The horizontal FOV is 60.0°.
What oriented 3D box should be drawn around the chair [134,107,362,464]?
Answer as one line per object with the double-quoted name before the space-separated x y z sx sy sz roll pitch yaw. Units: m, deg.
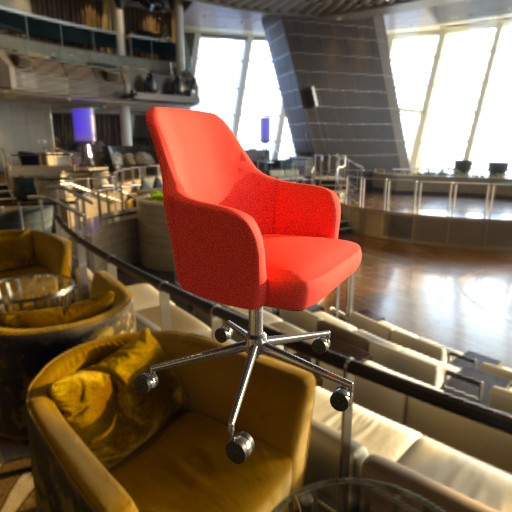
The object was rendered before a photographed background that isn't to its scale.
"chair" 0.000 0.000 1.266 0.600 0.820 0.655 8 16 28
